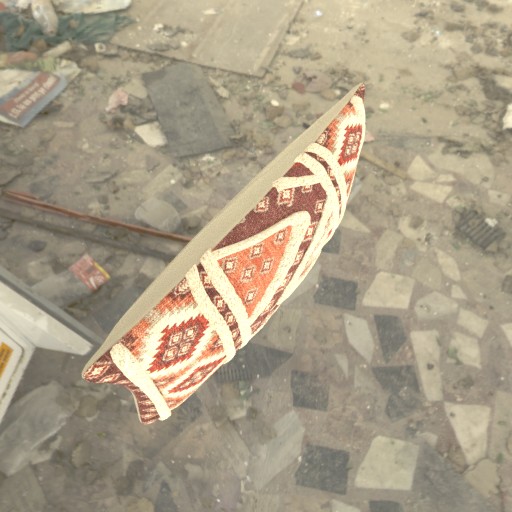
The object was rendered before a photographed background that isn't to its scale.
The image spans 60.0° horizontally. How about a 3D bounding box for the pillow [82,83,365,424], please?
[{"bbox_3d":[0.000,0.000,0.719,0.161,0.295,0.608,32,63,19],"label":"pillow"}]
